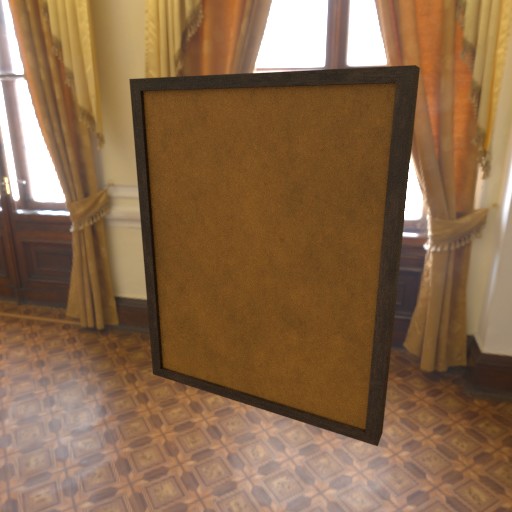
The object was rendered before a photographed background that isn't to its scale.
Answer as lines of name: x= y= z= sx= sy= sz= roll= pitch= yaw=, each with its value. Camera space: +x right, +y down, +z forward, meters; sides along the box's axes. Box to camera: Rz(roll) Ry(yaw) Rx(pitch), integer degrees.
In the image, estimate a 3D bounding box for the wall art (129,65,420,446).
wall art: x=0.000 y=0.000 z=0.533 sx=0.329 sy=0.406 sz=0.027 roll=9 pitch=19 yaw=26
